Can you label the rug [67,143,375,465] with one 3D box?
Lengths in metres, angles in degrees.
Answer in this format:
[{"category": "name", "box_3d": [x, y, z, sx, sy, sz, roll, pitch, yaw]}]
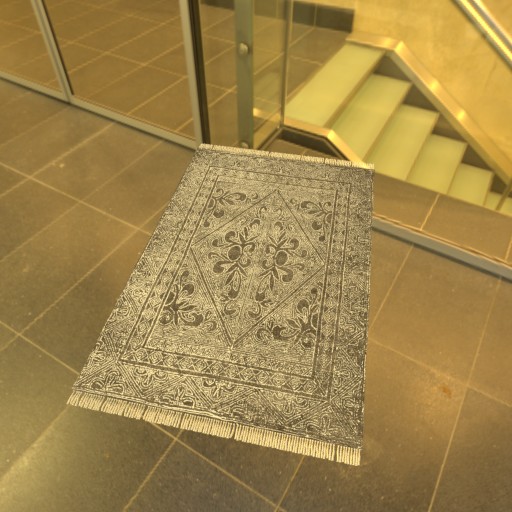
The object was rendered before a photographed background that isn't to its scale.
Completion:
[{"category": "rug", "box_3d": [0.000, 0.000, 2.999, 1.529, 0.010, 2.440, 9, 48, 8]}]
